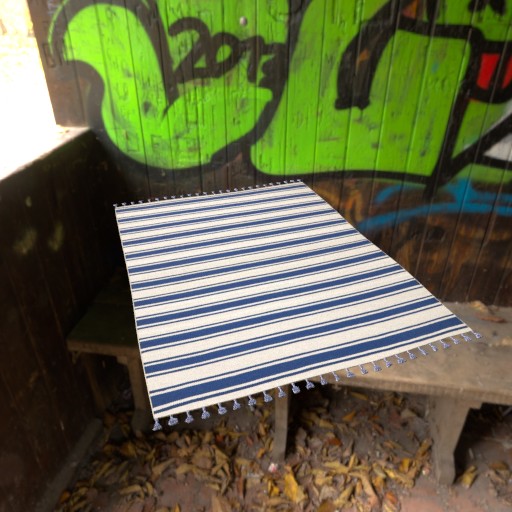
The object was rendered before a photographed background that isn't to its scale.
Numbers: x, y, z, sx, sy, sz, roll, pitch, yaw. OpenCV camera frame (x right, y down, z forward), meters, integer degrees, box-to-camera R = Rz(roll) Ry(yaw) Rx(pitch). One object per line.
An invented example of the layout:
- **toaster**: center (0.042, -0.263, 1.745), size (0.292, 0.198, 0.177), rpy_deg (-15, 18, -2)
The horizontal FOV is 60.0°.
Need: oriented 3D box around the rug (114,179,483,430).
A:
- **rug**: center (0.000, 0.000, 4.341), size (2.471, 0.016, 3.416), rpy_deg (-10, 33, -16)
